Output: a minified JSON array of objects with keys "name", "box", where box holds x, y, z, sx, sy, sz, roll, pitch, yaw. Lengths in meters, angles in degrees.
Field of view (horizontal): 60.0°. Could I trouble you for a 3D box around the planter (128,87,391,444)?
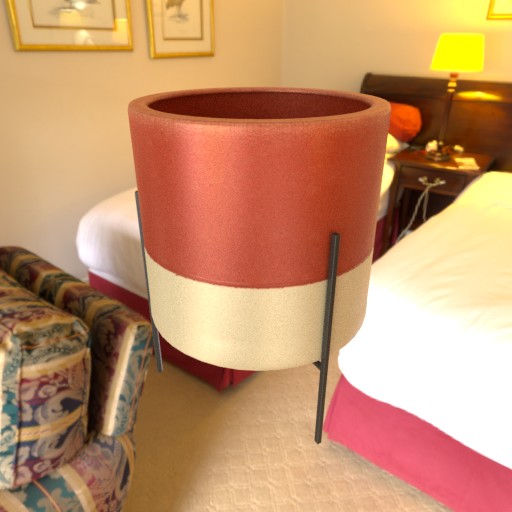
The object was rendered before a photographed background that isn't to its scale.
[{"name":"planter","box":[0.000,0.000,0.694,0.354,0.465,0.345,0,26,0]}]
